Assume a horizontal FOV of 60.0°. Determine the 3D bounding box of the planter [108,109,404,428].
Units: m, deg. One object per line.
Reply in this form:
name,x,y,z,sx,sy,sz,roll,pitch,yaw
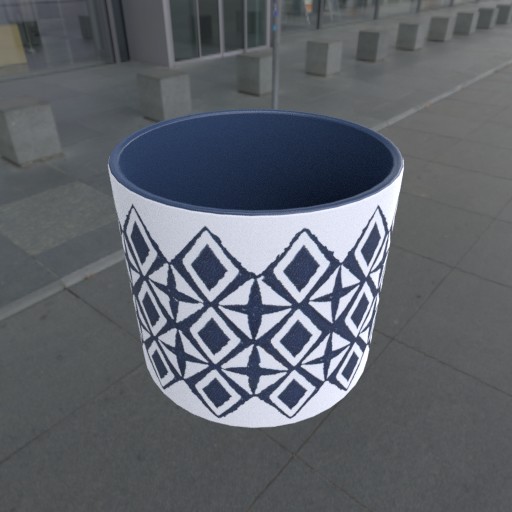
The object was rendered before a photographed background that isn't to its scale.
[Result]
planter,0.000,0.000,0.401,0.224,0.203,0.224,0,33,0
